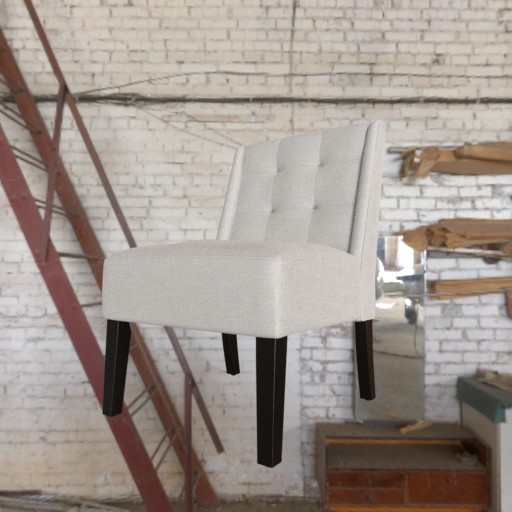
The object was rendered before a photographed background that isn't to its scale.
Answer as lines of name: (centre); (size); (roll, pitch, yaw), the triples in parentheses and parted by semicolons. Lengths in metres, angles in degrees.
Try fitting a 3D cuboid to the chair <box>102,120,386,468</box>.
chair: (0.000, 0.000, 1.292); (0.569, 0.853, 0.676); (-1, -1, 35)
